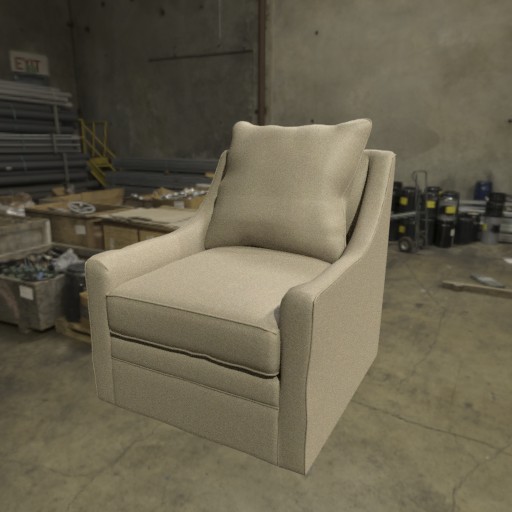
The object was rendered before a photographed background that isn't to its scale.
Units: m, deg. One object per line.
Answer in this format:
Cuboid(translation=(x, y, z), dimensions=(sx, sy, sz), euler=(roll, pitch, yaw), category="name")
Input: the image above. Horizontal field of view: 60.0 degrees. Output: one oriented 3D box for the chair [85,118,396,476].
Cuboid(translation=(0.000, 0.000, 1.557), dimensions=(0.760, 0.942, 0.876), euler=(8, 16, 27), category="chair")
